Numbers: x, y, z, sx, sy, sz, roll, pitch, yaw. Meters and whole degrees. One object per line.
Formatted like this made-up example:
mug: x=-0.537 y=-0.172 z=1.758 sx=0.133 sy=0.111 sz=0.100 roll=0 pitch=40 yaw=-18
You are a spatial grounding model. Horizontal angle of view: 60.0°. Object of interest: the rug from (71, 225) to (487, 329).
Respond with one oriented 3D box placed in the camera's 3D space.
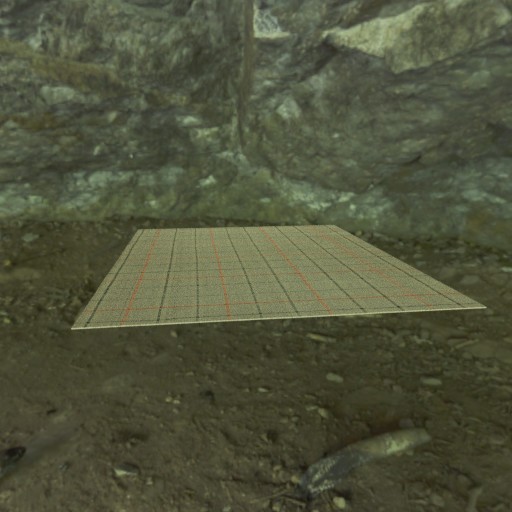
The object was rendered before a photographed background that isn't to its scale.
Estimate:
rug: x=0.000 y=0.000 z=4.025 sx=2.444 sy=0.012 sz=3.048 roll=-2 pitch=14 yaw=-8
